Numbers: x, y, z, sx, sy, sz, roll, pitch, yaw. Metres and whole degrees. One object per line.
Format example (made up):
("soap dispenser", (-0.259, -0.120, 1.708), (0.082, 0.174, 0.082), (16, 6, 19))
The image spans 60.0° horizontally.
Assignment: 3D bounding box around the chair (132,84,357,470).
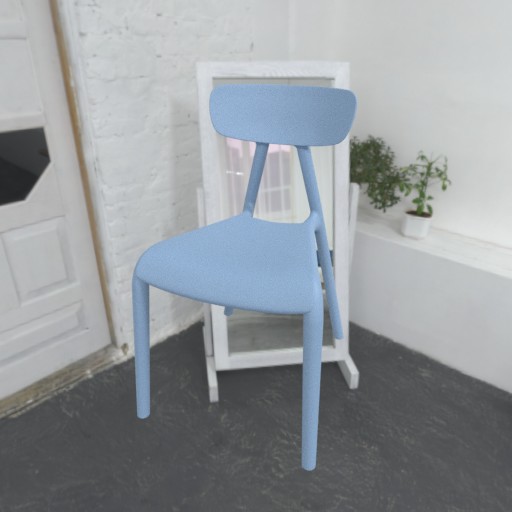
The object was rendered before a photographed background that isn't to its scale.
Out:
("chair", (0.000, 0.000, 0.848), (0.356, 0.580, 0.401), (9, 28, 18))
